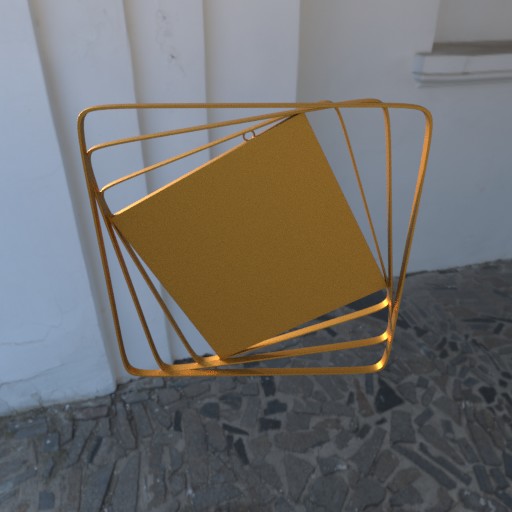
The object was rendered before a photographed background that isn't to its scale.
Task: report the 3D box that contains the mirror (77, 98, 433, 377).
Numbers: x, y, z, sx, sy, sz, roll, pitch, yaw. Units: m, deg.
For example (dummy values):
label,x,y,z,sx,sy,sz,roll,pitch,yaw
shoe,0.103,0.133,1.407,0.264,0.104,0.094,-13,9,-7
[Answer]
label,x,y,z,sx,sy,sz,roll,pitch,yaw
mirror,0.000,0.000,0.694,0.470,0.468,0.045,-1,29,-1
